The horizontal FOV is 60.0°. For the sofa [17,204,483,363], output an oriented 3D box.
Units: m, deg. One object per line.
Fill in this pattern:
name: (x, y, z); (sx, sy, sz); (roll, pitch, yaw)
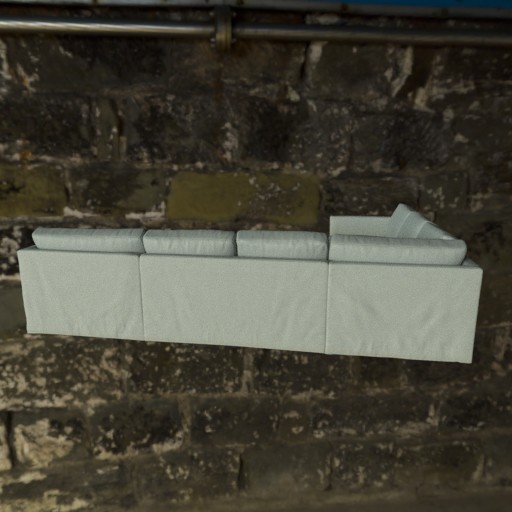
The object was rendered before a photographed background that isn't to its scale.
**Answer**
sofa: (0.000, 0.000, 4.413); (3.460, 0.882, 2.427); (2, 13, 9)
